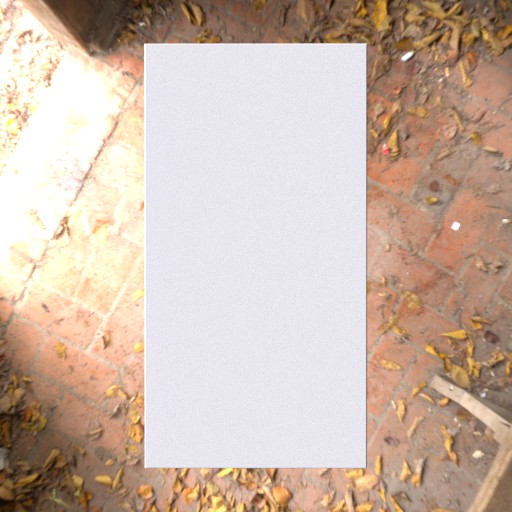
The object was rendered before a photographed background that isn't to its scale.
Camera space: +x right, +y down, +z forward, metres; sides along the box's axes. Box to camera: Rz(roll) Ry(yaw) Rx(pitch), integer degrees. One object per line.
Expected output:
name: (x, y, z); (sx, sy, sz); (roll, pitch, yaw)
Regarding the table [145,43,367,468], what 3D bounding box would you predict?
table: (0.000, 0.000, 1.338); (0.559, 0.457, 1.067); (0, 90, 0)
